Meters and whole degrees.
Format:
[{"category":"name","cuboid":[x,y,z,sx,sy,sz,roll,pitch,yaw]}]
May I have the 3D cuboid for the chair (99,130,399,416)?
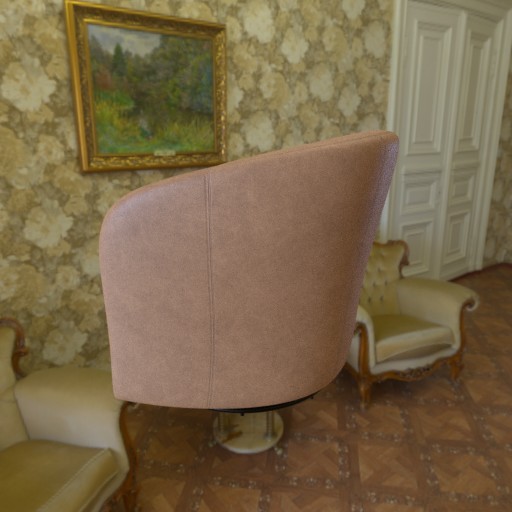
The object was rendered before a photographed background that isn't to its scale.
[{"category":"chair","cuboid":[0.000,0.000,1.416,0.815,0.771,0.791,2,15,7]}]
